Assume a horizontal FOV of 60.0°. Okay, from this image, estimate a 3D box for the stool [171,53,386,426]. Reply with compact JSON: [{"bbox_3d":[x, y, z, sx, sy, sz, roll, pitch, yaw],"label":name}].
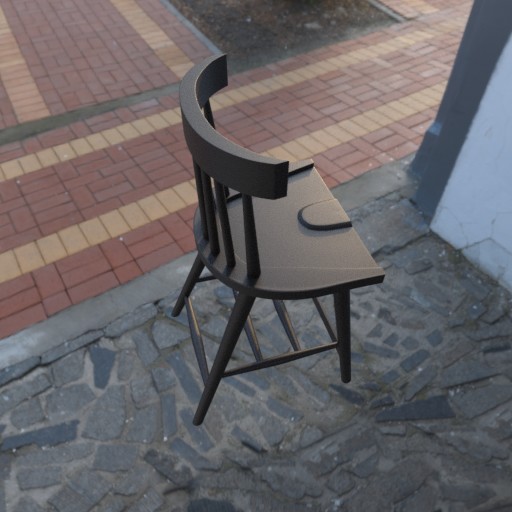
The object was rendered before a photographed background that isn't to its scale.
[{"bbox_3d":[0.000,0.000,1.257,0.549,0.953,0.494,-12,48,-11],"label":"stool"}]
